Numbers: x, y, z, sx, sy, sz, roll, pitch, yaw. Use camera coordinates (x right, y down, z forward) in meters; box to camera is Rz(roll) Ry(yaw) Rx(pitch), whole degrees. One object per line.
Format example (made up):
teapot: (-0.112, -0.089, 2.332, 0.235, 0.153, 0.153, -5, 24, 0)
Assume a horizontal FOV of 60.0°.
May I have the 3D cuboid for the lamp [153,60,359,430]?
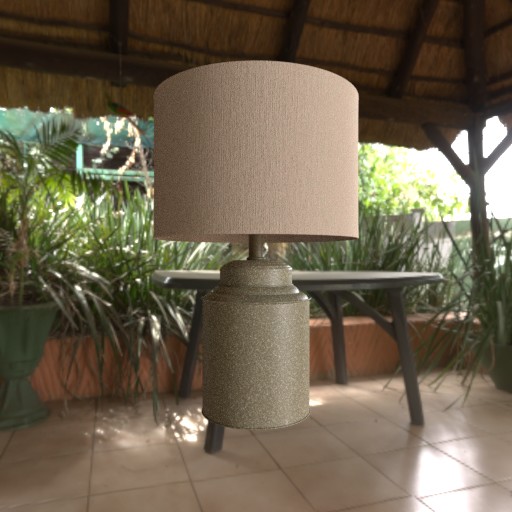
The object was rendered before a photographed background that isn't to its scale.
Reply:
lamp: (0.000, 0.000, 0.704, 0.318, 0.486, 0.318, 0, 0, 0)
